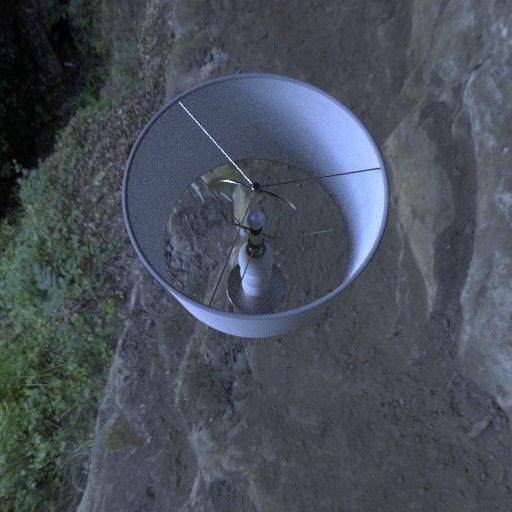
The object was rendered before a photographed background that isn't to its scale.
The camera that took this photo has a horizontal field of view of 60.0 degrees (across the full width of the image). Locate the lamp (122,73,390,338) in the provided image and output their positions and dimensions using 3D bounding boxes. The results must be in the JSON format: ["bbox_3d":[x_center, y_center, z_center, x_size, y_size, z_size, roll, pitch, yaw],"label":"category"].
[{"bbox_3d":[0.000,0.000,0.734,0.282,0.559,0.280,19,76,5],"label":"lamp"}]
